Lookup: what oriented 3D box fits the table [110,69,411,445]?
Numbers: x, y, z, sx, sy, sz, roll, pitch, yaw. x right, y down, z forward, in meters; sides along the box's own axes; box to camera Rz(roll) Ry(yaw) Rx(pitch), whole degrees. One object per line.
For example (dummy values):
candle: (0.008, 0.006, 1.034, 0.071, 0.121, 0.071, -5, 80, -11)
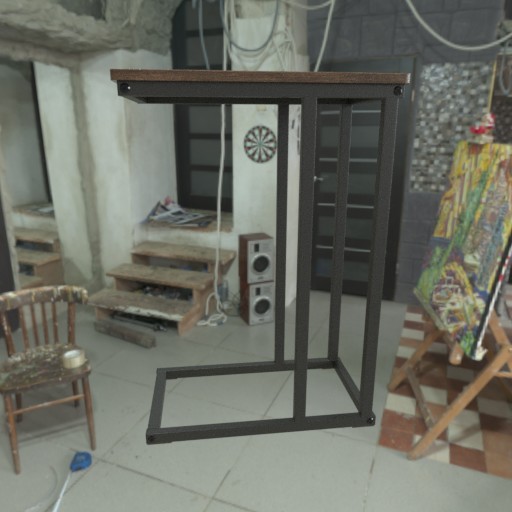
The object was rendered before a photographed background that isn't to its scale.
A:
table: (0.000, 0.000, 0.859, 0.450, 0.637, 0.254, -2, 16, -7)
